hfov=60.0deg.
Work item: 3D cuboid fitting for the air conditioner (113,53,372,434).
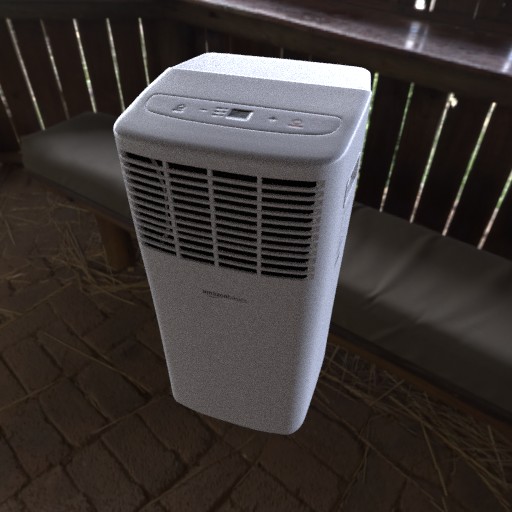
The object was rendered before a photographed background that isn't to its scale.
[{"bbox_3d":[0.000,0.000,0.799,0.304,0.606,0.349,12,42,13],"label":"air conditioner"}]
